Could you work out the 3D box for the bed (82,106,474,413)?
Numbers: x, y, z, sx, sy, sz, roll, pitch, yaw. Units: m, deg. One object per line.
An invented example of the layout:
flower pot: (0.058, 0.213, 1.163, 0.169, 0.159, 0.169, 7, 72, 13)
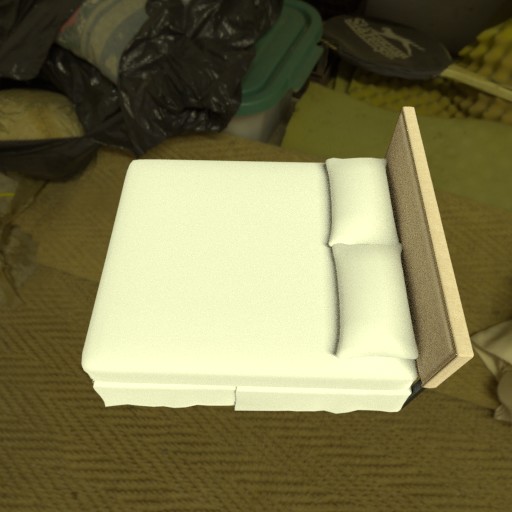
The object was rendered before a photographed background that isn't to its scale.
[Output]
bed: (0.000, 0.000, 2.719, 1.876, 1.016, 1.616, 1, 58, 1)
